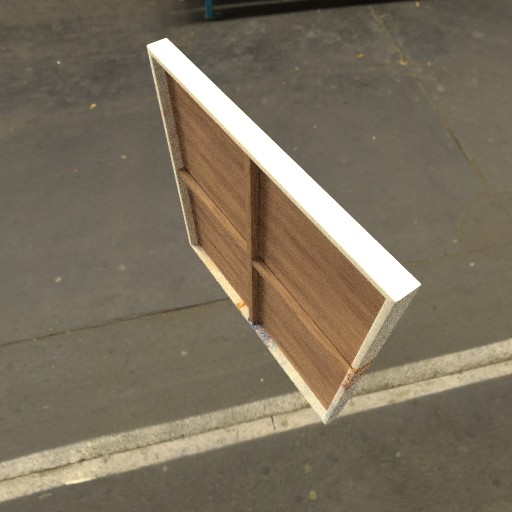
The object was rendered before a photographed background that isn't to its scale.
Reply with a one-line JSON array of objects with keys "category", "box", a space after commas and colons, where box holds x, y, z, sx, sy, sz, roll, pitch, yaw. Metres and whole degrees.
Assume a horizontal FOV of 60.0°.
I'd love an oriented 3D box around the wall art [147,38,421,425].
[{"category": "wall art", "box": [0.000, 0.000, 1.557, 0.071, 1.061, 1.061, -30, 62, -18]}]
